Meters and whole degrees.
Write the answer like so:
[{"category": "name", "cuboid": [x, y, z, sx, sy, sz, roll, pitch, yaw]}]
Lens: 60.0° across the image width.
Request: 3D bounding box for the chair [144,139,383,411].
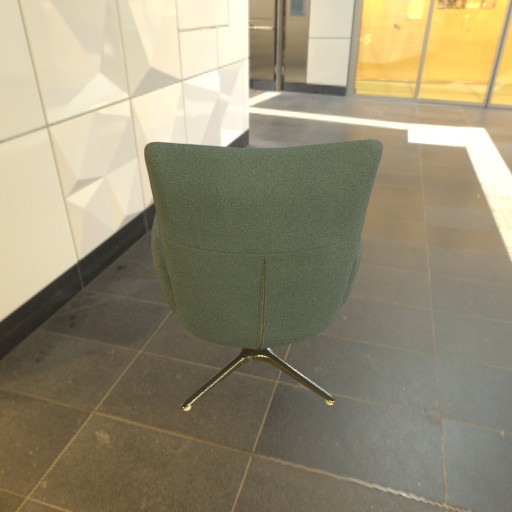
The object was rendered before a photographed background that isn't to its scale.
[{"category": "chair", "cuboid": [0.000, 0.000, 1.560, 0.711, 1.016, 0.889, -1, 30, -2]}]
